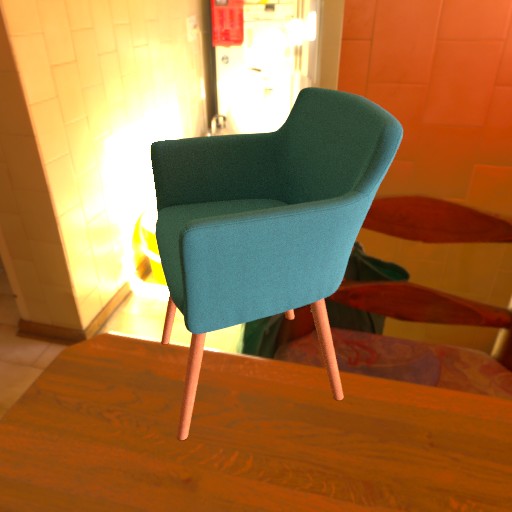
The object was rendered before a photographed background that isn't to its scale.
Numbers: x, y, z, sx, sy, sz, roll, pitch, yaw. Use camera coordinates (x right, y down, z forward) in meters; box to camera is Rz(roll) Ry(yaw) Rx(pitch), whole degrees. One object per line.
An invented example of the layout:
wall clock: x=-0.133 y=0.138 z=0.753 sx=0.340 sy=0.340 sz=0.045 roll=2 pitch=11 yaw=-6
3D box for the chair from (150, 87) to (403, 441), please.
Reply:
chair: x=0.000 y=0.000 z=1.164 sx=0.540 sy=0.780 sz=0.570 roll=-9 pitch=32 yaw=-15
